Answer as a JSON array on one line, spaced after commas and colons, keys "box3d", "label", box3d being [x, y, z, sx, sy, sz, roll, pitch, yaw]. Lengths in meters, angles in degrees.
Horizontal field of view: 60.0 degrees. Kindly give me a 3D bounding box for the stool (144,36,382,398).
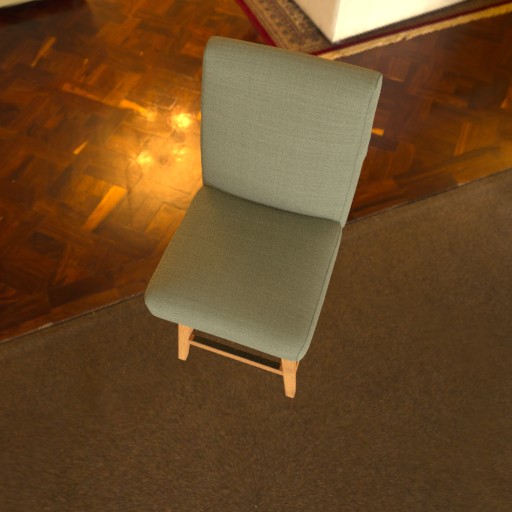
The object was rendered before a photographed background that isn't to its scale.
[{"box3d": [0.000, 0.000, 1.326, 0.459, 1.019, 0.570, 17, 62, 9], "label": "stool"}]
